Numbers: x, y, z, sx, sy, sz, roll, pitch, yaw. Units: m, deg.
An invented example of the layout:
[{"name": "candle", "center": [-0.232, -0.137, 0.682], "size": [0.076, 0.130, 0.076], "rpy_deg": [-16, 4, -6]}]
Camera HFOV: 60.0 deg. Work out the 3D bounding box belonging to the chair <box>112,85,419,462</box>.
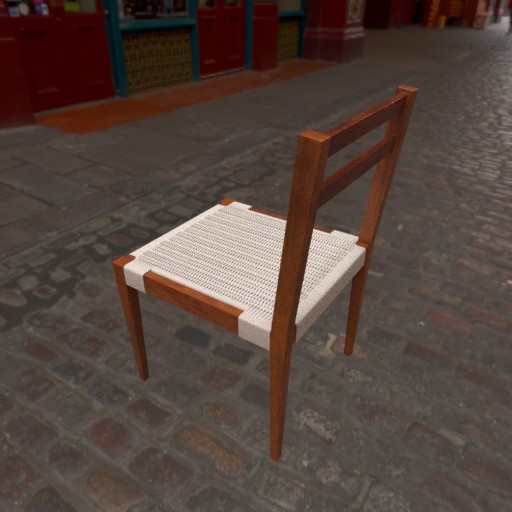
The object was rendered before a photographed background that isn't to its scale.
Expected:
[{"name": "chair", "center": [0.000, 0.000, 1.194], "size": [0.569, 0.851, 0.495], "rpy_deg": [19, 36, 28]}]
